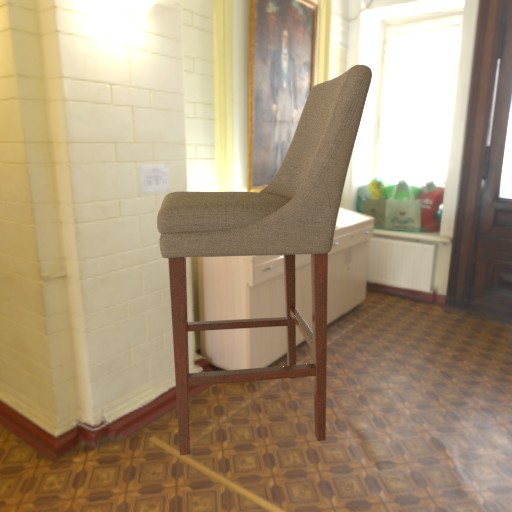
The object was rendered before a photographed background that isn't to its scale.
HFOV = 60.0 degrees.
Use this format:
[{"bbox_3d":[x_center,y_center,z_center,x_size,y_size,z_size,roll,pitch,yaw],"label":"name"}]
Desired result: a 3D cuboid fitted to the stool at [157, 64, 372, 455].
[{"bbox_3d":[0.000,0.000,1.403,0.577,1.078,0.470,-2,14,-8],"label":"stool"}]
